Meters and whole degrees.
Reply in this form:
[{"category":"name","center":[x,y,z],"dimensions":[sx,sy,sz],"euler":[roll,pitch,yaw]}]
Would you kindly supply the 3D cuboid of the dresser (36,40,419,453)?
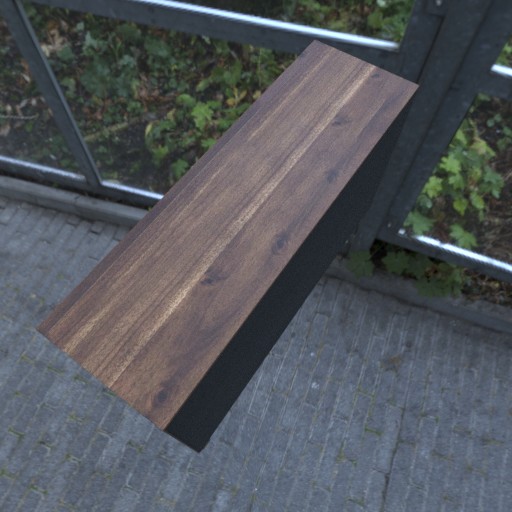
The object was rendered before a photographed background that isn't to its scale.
[{"category":"dresser","center":[0.000,0.000,1.748],"dimensions":[0.438,0.892,1.387],"euler":[32,67,15]}]
